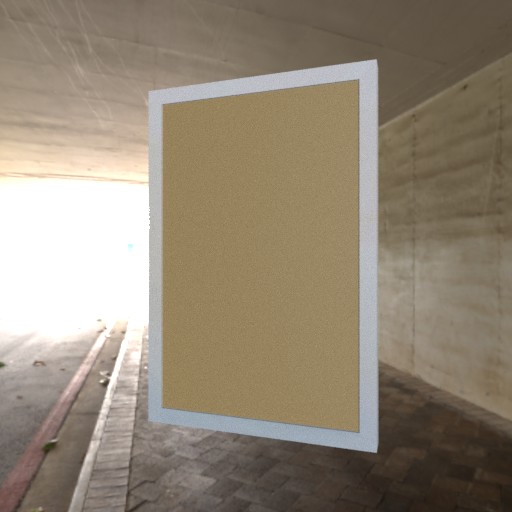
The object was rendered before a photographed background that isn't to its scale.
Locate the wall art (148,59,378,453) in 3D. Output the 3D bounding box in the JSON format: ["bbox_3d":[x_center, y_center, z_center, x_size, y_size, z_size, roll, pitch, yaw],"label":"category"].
[{"bbox_3d":[0.000,0.000,0.771,0.408,0.611,0.038,0,0,19],"label":"wall art"}]
